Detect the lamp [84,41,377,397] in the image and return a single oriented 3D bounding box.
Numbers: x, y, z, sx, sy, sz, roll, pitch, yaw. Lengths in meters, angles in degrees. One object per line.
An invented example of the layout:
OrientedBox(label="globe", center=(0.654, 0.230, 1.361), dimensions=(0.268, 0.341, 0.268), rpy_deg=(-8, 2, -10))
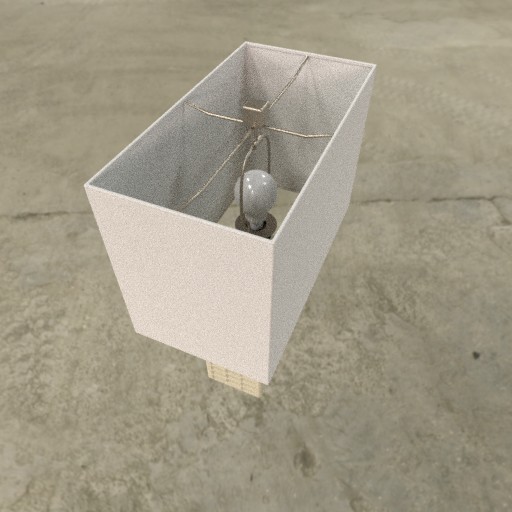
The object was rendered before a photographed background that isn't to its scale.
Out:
OrientedBox(label="lamp", center=(0.000, 0.000, 0.699), dimensions=(0.200, 0.515, 0.380), rpy_deg=(18, 49, 16))
